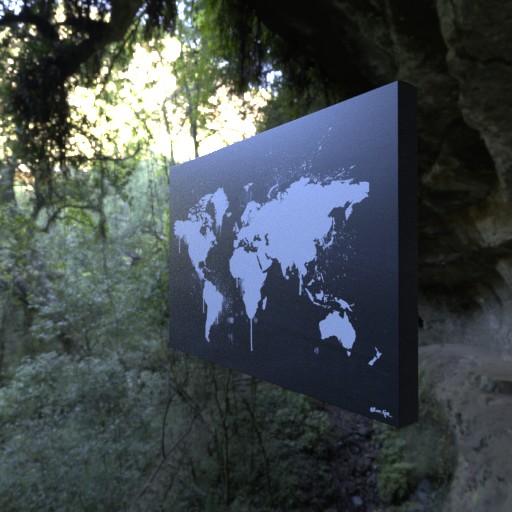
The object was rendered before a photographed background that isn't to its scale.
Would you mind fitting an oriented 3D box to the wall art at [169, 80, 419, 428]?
[{"bbox_3d":[0.000,0.000,0.771,0.038,0.409,0.610,0,-1,-37],"label":"wall art"}]
